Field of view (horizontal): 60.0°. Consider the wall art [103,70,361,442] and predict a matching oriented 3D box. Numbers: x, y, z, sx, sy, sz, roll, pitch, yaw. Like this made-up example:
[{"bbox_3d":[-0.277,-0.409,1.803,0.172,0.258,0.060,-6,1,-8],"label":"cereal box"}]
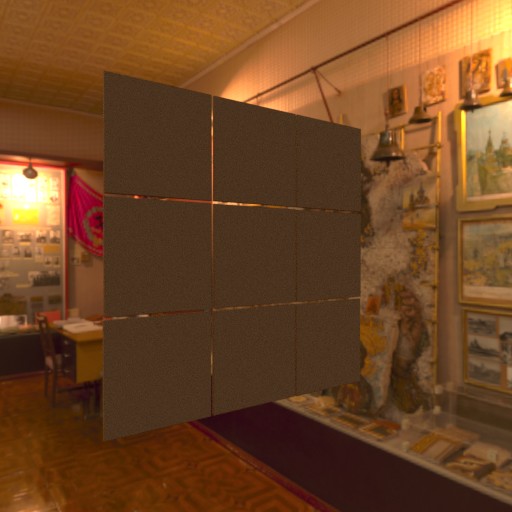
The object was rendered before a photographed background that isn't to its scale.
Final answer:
[{"bbox_3d":[0.000,0.000,1.357,0.919,0.917,0.010,0,1,-35],"label":"wall art"}]
